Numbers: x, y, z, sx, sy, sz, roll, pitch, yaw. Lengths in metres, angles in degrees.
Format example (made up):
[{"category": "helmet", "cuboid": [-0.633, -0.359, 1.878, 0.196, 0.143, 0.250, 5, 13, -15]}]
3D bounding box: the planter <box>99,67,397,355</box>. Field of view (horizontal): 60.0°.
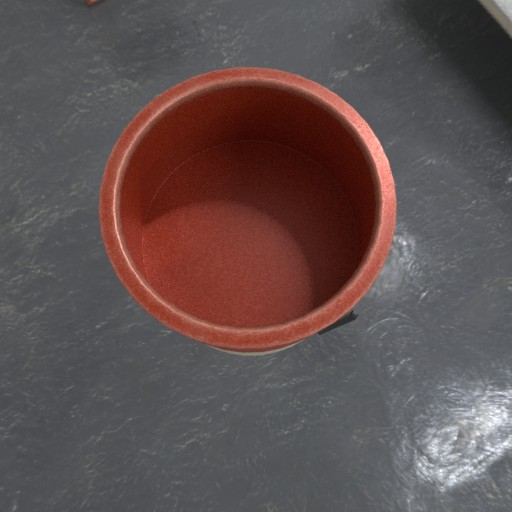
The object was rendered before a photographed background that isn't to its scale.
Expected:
[{"category": "planter", "cuboid": [0.000, 0.000, 0.514, 0.251, 0.354, 0.235, 38, 79, 8]}]
